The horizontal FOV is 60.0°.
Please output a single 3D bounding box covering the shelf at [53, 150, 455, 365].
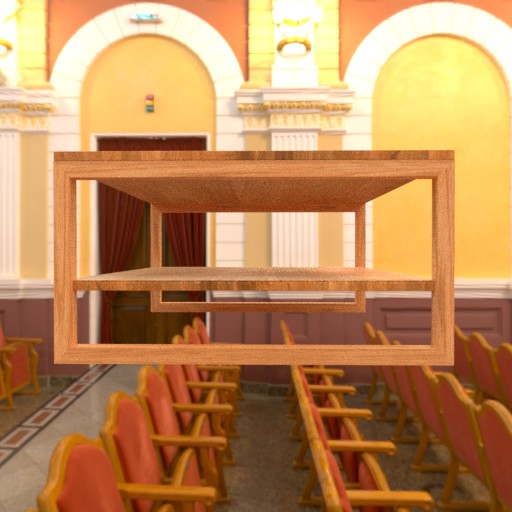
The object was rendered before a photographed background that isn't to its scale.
[{"bbox_3d":[0.000,0.000,1.442,0.899,0.480,0.899,0,1,1],"label":"shelf"}]
